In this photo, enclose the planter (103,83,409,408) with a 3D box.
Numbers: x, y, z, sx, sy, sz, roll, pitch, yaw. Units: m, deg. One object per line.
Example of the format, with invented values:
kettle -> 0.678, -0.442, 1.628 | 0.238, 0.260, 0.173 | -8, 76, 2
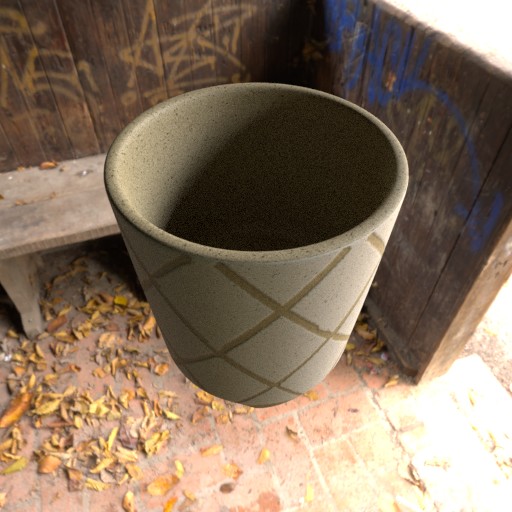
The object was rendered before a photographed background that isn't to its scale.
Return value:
planter -> 0.000, 0.000, 0.424 | 0.228, 0.235, 0.228 | 0, 47, 0
